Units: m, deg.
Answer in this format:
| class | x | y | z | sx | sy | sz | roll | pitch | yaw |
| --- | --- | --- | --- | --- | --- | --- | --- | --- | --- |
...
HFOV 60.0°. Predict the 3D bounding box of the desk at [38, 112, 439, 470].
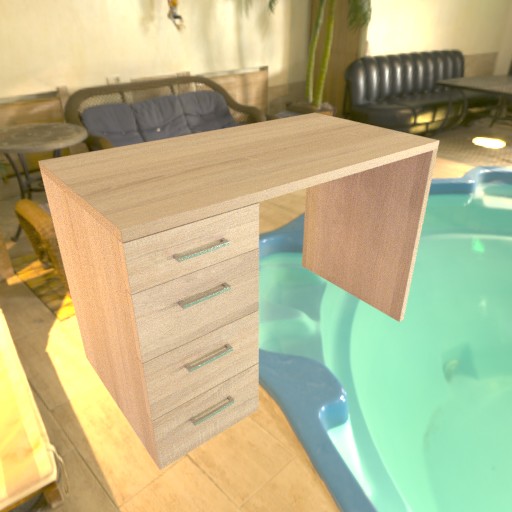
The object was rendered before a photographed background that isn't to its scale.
| class | x | y | z | sx | sy | sz | roll | pitch | yaw |
| --- | --- | --- | --- | --- | --- | --- | --- | --- | --- |
| desk | 0.000 | 0.000 | 1.525 | 1.100 | 0.731 | 0.600 | -21 | 35 | -33 |
